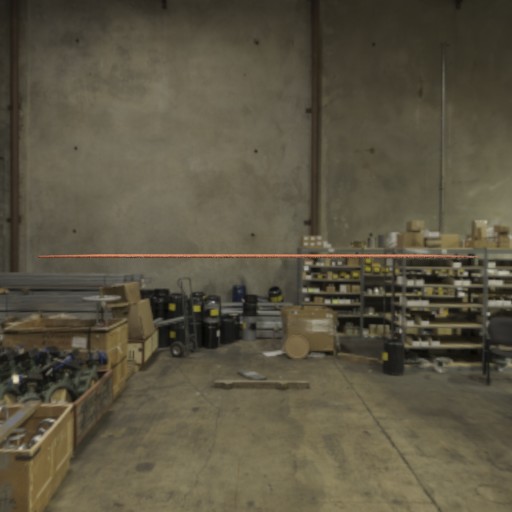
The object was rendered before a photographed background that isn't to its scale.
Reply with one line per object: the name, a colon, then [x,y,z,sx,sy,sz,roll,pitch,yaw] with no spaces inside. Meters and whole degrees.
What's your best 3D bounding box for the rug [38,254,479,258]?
rug: [0.000,0.000,2.802,2.471,0.013,0.914,0,1,-1]
